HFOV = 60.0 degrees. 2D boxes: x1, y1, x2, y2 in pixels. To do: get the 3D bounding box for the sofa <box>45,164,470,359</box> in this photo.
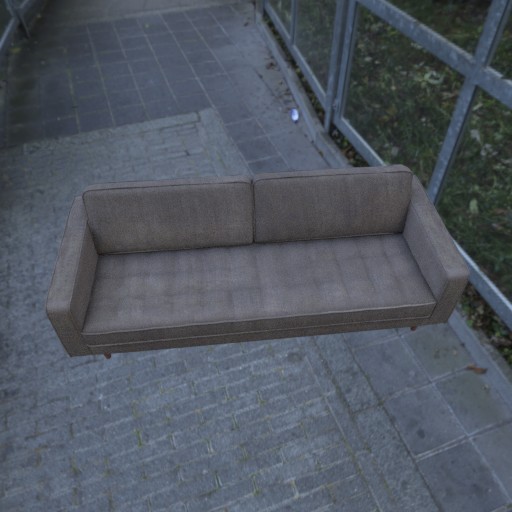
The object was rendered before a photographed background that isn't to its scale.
[{"bbox_3d":[0.000,0.000,2.727,2.295,0.813,0.923,-4,47,-4],"label":"sofa"}]
